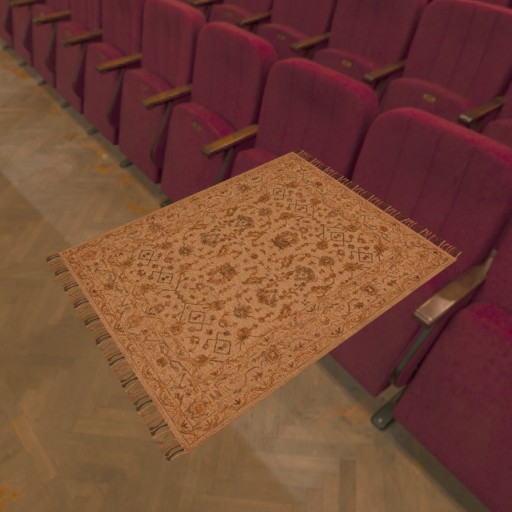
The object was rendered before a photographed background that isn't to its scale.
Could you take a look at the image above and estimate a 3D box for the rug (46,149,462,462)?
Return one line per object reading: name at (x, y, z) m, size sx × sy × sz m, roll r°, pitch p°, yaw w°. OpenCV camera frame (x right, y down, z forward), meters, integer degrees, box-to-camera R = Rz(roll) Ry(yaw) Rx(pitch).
rug at (0.000, 0.000, 2.262) m, size 1.726 × 0.009 × 1.278 m, roll -28°, pitch 51°, yaw -26°
